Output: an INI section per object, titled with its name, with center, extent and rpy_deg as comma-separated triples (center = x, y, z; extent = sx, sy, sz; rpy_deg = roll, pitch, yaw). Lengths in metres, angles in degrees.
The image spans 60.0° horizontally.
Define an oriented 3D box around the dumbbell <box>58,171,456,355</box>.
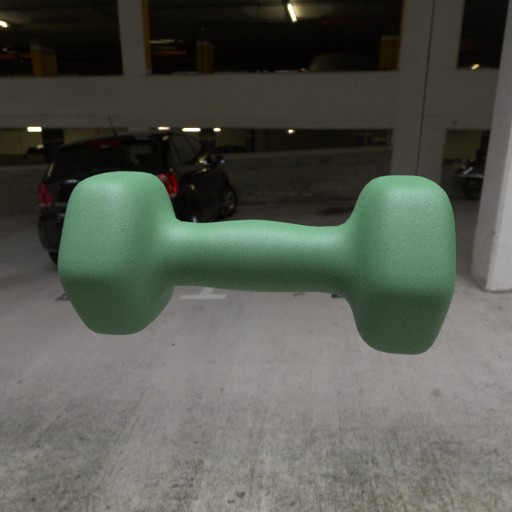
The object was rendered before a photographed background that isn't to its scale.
[dumbbell]
center = 0.000, 0.000, 0.316
extent = 0.257, 0.114, 0.126
rpy_deg = 2, 17, 8
